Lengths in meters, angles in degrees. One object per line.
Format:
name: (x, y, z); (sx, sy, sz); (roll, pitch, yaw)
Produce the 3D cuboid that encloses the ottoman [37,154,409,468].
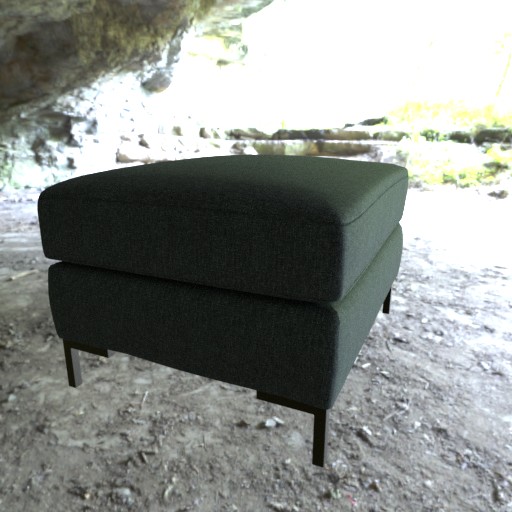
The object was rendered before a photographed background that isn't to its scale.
ottoman: (0.000, 0.000, 1.227); (0.695, 0.533, 0.831); (8, 18, 24)
